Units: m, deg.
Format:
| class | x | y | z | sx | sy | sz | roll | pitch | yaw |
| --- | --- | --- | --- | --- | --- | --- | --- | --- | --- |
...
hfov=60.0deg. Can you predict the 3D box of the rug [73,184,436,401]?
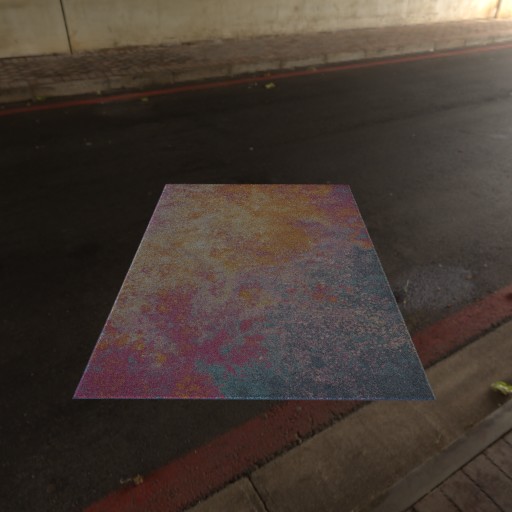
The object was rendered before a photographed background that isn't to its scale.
| class | x | y | z | sx | sy | sz | roll | pitch | yaw |
| --- | --- | --- | --- | --- | --- | --- | --- | --- | --- |
| rug | 0.000 | 0.000 | 3.653 | 2.007 | 0.013 | 2.896 | 0 | 33 | 0 |
